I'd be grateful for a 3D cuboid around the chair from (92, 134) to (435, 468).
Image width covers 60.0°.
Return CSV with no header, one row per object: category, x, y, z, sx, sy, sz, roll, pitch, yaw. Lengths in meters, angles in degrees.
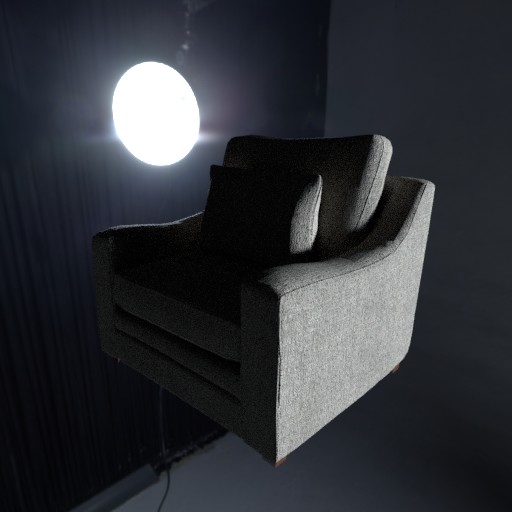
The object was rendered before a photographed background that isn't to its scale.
chair,0.000,0.000,1.960,1.138,1.037,1.009,15,21,41
